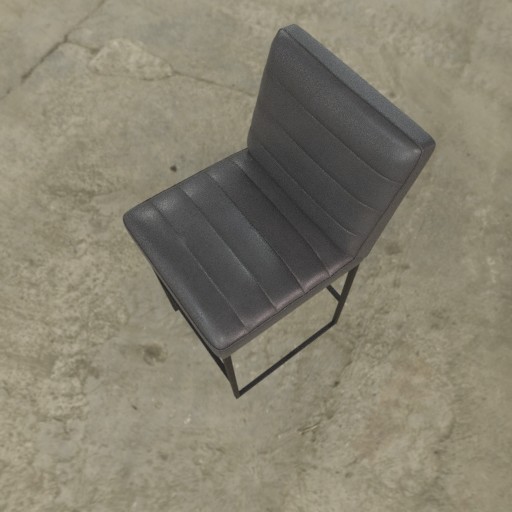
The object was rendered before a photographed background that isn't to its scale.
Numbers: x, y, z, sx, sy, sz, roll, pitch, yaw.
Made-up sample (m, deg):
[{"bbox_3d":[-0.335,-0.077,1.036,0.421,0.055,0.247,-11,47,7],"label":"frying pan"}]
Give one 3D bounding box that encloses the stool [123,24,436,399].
[{"bbox_3d":[0.000,0.000,1.303,0.552,1.040,0.457,-34,68,-16],"label":"stool"}]
